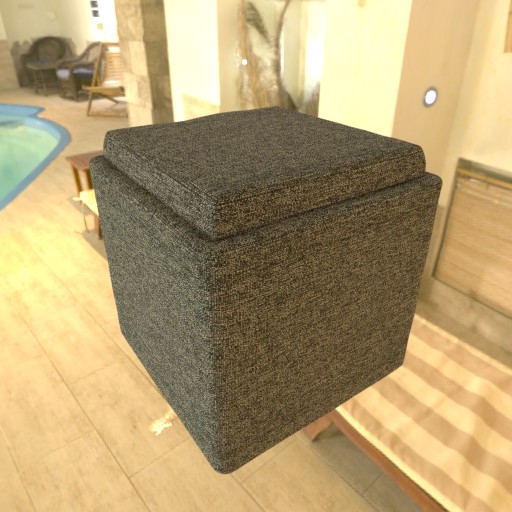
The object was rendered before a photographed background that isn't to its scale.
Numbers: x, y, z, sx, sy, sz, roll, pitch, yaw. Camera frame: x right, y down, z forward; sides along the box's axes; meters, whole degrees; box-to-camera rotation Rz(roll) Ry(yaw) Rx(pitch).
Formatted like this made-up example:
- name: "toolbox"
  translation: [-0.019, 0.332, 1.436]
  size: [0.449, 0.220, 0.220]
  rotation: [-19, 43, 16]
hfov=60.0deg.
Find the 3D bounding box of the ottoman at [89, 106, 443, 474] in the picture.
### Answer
- name: "ottoman"
  translation: [0.000, 0.000, 0.841]
  size: [0.450, 0.463, 0.450]
  rotation: [-19, 35, -30]
